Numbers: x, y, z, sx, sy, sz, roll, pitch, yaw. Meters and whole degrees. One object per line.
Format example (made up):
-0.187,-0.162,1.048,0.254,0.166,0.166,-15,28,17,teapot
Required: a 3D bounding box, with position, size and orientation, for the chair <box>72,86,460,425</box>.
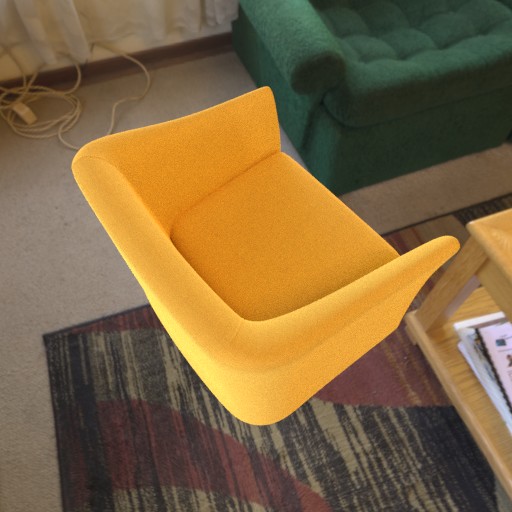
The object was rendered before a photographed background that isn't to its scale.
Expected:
0.000,0.000,1.326,0.700,0.720,0.790,-33,63,-19,chair
